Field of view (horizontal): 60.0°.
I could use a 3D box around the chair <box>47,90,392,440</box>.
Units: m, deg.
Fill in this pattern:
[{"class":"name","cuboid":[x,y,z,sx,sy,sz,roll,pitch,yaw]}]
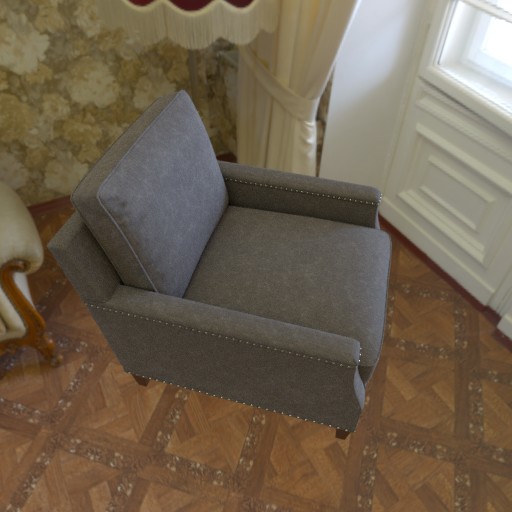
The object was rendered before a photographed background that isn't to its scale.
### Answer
[{"class":"chair","cuboid":[0.000,0.000,1.679,1.014,0.948,0.853,11,47,11]}]
